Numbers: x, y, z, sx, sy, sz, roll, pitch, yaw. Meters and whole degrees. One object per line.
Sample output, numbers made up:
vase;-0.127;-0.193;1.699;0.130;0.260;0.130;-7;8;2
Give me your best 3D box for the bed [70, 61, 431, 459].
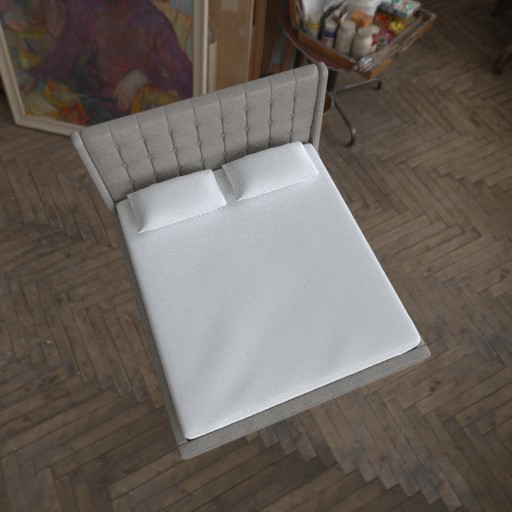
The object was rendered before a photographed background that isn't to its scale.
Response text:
bed;0.000;0.000;3.517;2.062;1.289;2.342;-19;66;-9
